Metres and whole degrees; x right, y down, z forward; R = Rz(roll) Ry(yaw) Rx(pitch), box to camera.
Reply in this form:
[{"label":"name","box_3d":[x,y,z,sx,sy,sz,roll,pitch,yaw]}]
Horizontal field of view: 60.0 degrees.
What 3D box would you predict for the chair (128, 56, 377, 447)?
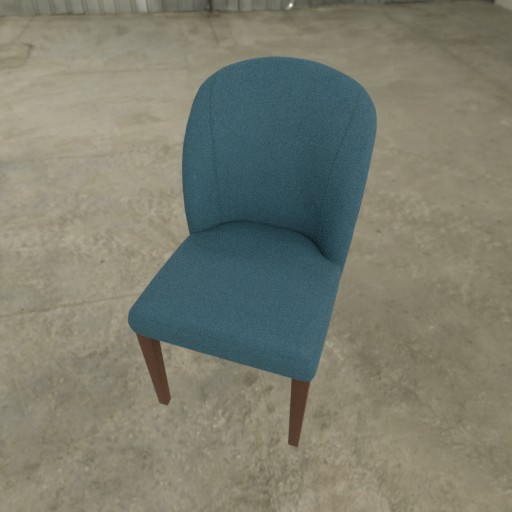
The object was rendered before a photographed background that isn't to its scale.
[{"label":"chair","box_3d":[0.000,0.000,1.241,0.507,0.879,0.620,13,44,13]}]
